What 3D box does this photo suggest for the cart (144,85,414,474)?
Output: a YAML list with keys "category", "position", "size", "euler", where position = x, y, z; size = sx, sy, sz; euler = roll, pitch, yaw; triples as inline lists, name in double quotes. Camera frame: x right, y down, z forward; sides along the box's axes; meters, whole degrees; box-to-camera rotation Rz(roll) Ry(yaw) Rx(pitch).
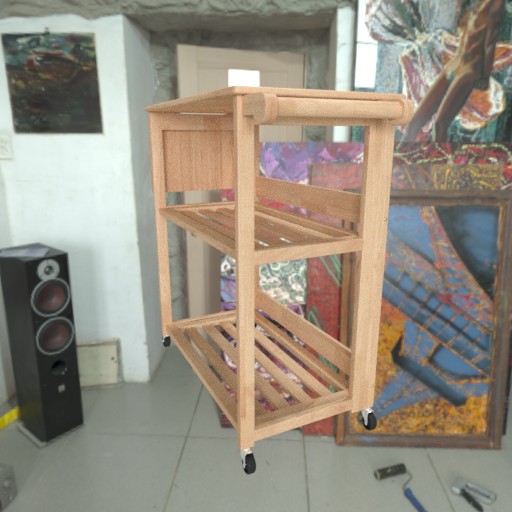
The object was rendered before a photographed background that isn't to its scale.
- category: "cart"
  position: [0.000, 0.000, 1.328]
  size: [0.432, 0.879, 0.853]
  euler: [-7, 17, -25]
